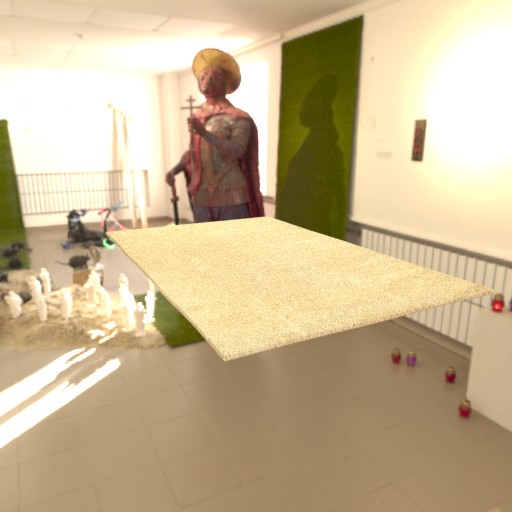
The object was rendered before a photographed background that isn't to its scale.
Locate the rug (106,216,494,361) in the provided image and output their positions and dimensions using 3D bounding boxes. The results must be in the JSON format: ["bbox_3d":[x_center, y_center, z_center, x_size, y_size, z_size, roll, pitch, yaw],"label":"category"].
[{"bbox_3d":[0.000,0.000,2.915,1.500,0.025,2.346,-8,17,-27],"label":"rug"}]
